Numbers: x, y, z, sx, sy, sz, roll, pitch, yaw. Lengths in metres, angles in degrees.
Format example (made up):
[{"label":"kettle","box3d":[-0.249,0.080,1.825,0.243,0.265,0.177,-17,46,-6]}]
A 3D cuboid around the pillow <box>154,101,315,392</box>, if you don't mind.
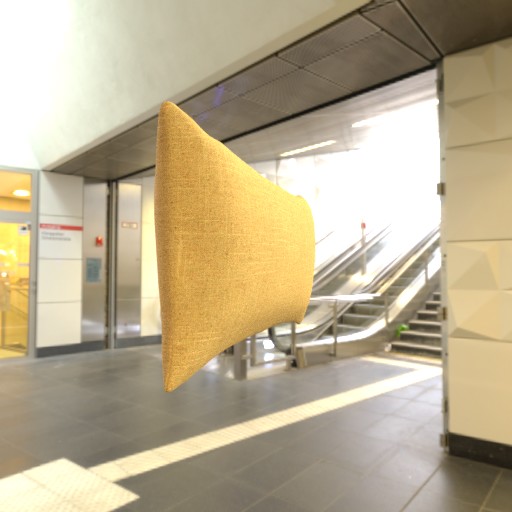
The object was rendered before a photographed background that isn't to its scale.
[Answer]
[{"label":"pillow","box3d":[0.000,0.000,1.046,0.197,0.429,0.859,-1,-2,19]}]
